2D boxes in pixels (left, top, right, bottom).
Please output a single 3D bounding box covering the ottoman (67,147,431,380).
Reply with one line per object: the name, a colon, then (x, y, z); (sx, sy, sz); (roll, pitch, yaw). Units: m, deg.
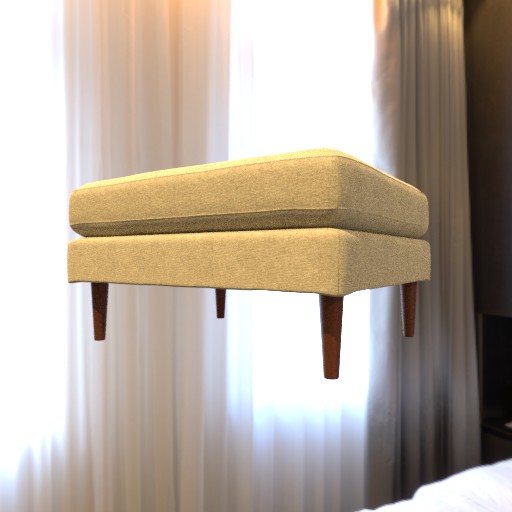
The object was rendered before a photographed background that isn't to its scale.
ottoman: (0.000, 0.000, 1.282); (0.821, 0.474, 0.693); (0, 0, 34)
